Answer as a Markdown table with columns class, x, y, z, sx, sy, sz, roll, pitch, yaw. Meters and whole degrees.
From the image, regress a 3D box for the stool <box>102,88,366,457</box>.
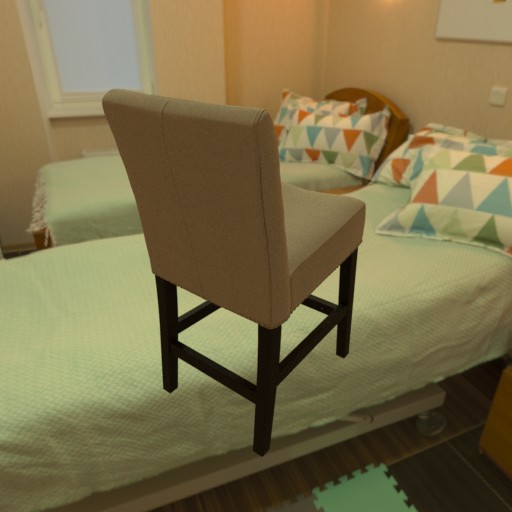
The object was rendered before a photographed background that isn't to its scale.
| class | x | y | z | sx | sy | sz | roll | pitch | yaw |
| --- | --- | --- | --- | --- | --- | --- | --- | --- | --- |
| stool | 0.000 | 0.000 | 1.210 | 0.427 | 0.885 | 0.571 | 20 | 35 | 33 |
